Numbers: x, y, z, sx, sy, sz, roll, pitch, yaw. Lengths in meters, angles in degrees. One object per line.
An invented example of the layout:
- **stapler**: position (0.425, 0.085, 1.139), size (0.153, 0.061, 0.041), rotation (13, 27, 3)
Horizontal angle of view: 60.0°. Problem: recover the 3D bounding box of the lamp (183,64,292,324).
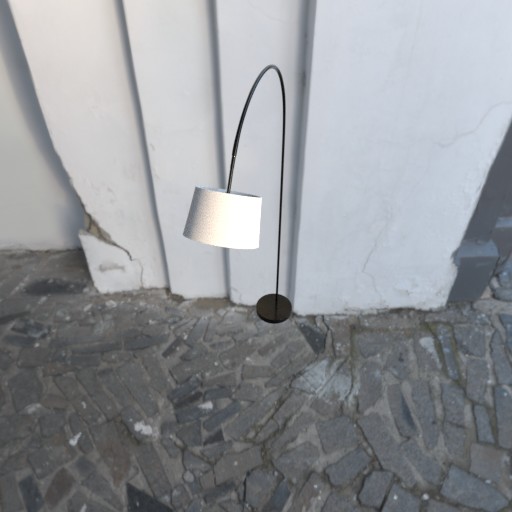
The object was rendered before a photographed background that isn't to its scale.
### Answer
- **lamp**: position (0.000, 0.000, 2.669), size (0.331, 2.104, 1.363), rotation (11, 42, 12)
